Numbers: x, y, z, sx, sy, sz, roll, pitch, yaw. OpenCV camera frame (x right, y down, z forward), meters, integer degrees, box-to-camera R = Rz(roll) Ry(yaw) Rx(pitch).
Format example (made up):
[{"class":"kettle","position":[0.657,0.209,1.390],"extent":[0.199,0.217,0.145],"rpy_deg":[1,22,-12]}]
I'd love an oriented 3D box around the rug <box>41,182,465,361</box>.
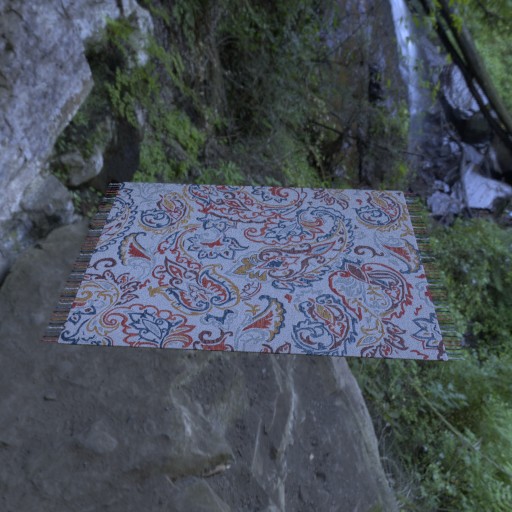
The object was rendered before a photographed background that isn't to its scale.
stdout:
[{"class":"rug","position":[0.000,0.000,2.476],"extent":[1.997,0.010,1.218],"rpy_deg":[2,48,2]}]
